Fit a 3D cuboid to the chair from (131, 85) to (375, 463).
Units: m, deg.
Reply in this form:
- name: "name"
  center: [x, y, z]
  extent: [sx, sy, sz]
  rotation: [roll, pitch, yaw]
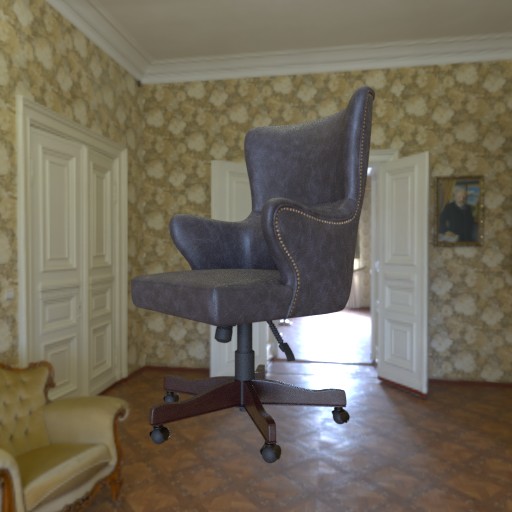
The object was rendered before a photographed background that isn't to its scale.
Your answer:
- name: "chair"
  center: [0.000, 0.000, 1.420]
  extent: [0.717, 1.037, 0.594]
  rotation: [0, 0, -37]
